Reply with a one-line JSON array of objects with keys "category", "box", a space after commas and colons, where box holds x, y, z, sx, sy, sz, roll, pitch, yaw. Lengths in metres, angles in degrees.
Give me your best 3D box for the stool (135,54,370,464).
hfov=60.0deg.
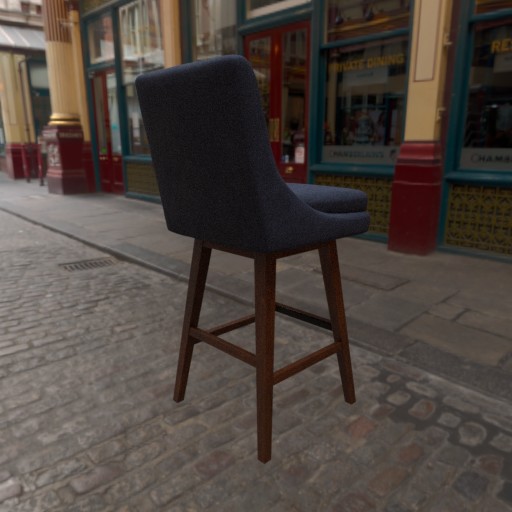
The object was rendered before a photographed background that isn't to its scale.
[{"category": "stool", "box": [0.000, 0.000, 1.403, 0.572, 1.068, 0.489, -13, 19, -43]}]
